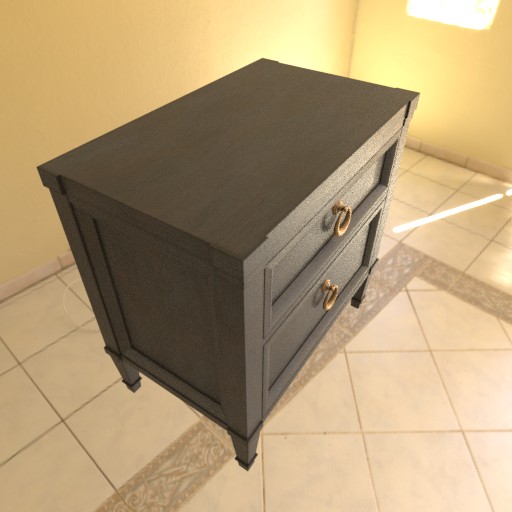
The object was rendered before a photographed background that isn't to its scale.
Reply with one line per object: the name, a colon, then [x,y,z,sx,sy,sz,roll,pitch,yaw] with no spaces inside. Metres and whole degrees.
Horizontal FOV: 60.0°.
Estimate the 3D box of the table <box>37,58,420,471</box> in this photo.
table: [0.000,0.000,1.053,0.413,0.660,0.660,24,47,25]
